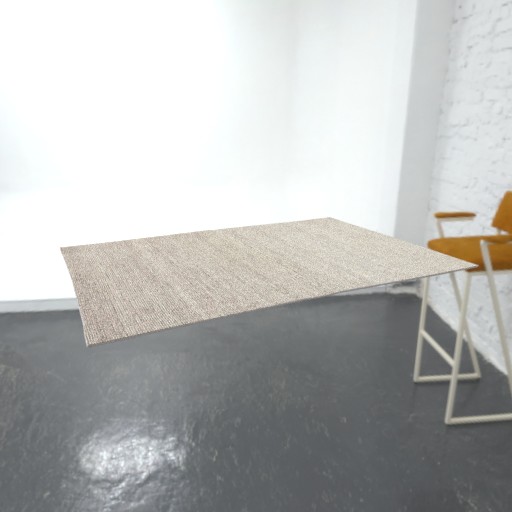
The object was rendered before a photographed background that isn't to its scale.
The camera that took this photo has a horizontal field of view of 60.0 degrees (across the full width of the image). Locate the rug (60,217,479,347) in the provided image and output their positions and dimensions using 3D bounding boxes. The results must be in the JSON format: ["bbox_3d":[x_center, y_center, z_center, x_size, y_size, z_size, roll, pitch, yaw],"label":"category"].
[{"bbox_3d":[0.000,0.000,2.972,2.342,0.030,1.609,-8,19,-25],"label":"rug"}]
